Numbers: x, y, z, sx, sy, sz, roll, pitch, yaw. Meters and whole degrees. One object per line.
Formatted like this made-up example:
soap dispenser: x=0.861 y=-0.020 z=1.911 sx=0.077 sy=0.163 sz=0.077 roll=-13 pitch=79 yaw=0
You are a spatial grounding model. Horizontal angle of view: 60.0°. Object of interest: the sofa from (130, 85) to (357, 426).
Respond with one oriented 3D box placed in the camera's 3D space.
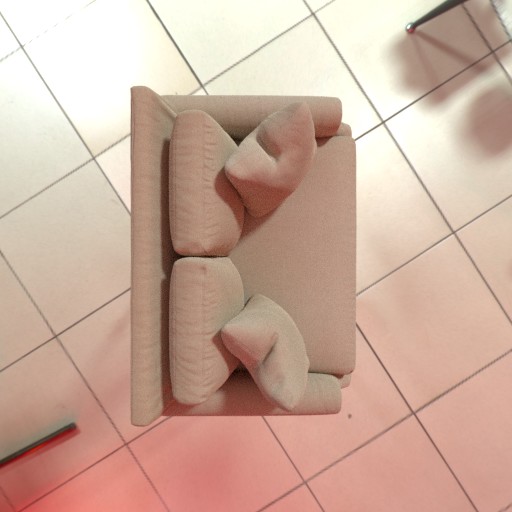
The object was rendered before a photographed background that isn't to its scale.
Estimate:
sofa: x=0.000 y=0.000 z=2.204 sx=1.070 sy=0.905 sz=1.550 roll=0 pitch=91 yaw=0
